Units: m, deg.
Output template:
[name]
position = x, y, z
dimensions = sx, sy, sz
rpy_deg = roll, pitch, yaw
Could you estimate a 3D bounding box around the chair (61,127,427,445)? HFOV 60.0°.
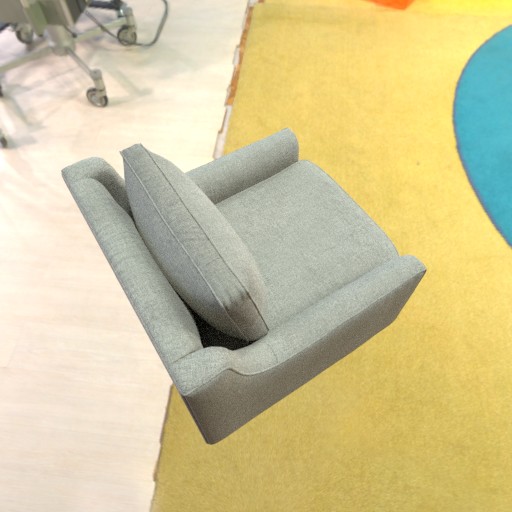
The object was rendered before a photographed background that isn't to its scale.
[chair]
position = 0.000, 0.000, 1.594
dimensions = 0.918, 0.864, 0.838
rpy_deg = -28, 62, -17
